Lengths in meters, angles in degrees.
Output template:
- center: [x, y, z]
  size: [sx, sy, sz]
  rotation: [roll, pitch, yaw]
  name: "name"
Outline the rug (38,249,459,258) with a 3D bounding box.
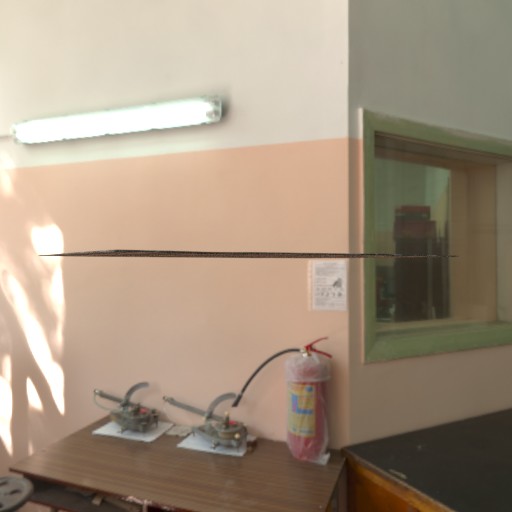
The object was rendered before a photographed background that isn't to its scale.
- center: [0.000, 0.000, 3.000]
  size: [2.434, 0.015, 1.520]
  rotation: [1, -1, -36]
  name: "rug"
